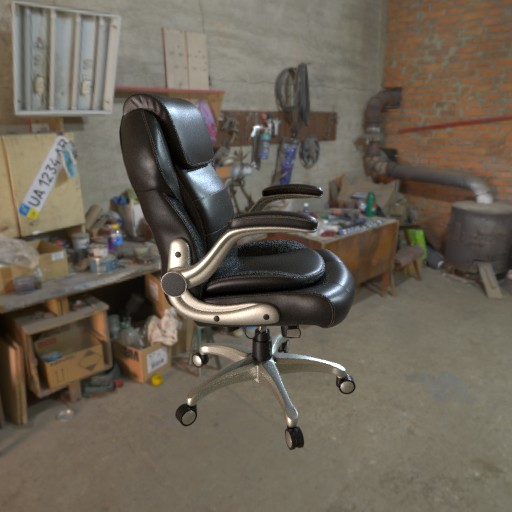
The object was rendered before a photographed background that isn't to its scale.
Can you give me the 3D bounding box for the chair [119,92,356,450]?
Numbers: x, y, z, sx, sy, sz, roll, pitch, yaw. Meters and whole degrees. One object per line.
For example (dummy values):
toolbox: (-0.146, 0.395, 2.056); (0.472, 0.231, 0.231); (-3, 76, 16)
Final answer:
chair: (0.000, 0.000, 1.666); (0.801, 1.141, 0.724); (3, 17, 9)
